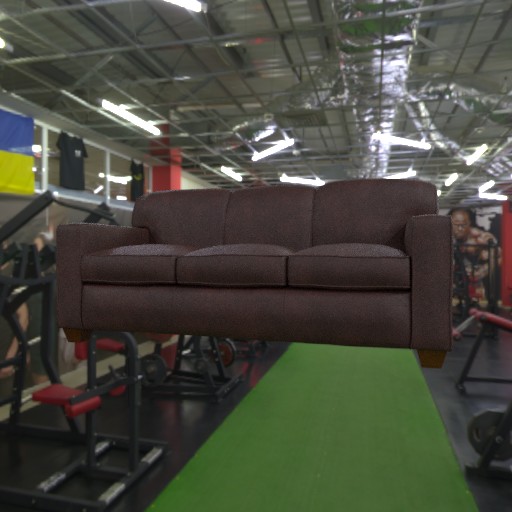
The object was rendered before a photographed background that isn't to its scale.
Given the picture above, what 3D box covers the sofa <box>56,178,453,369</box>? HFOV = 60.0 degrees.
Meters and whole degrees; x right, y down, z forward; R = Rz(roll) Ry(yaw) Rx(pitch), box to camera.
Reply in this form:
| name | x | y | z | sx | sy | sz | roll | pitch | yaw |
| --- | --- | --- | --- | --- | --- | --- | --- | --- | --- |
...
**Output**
| name | x | y | z | sx | sy | sz | roll | pitch | yaw |
| --- | --- | --- | --- | --- | --- | --- | --- | --- | --- |
| sofa | 0.000 | 0.000 | 2.568 | 2.039 | 0.953 | 1.008 | 0 | 1 | 17 |
